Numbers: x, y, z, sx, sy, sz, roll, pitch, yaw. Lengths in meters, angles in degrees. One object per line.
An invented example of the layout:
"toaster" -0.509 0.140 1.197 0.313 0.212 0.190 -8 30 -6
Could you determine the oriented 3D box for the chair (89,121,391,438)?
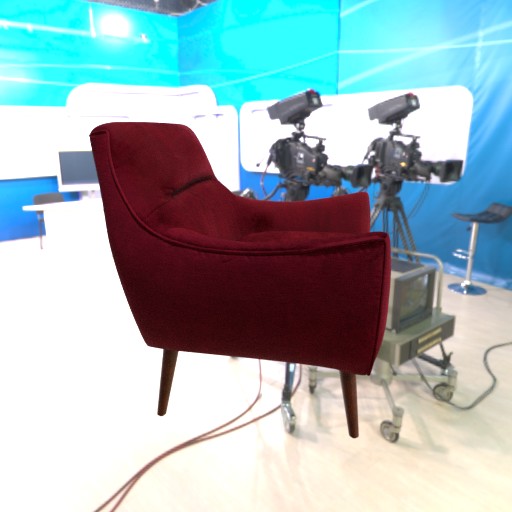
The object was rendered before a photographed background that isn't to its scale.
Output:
"chair" 0.000 0.000 1.445 0.787 0.838 0.762 3 16 10
